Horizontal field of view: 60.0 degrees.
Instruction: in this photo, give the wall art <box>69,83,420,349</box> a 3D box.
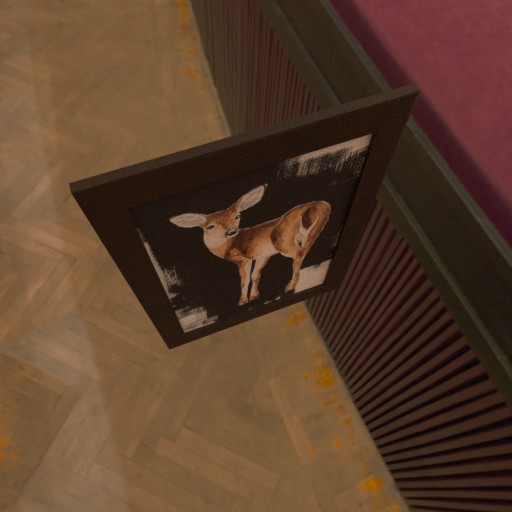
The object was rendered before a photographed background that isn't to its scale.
[{"bbox_3d":[0.000,0.000,0.654,0.359,0.508,0.013,-19,64,-10],"label":"wall art"}]
